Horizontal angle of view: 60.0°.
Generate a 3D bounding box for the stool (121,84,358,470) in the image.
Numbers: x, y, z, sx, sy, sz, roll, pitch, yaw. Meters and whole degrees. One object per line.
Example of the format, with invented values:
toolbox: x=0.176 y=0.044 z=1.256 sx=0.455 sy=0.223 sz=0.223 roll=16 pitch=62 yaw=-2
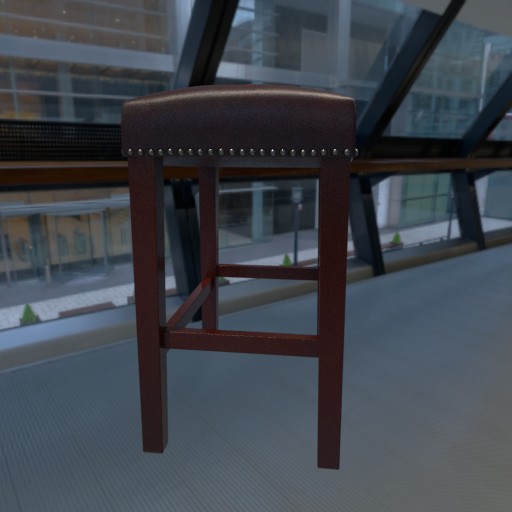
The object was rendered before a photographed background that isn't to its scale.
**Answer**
stool: x=0.000 y=0.000 z=0.972 sx=0.372 sy=0.657 sz=0.504 roll=2 pitch=14 yaw=7
